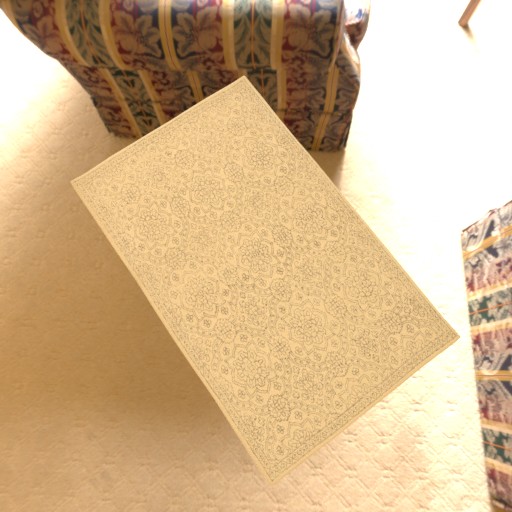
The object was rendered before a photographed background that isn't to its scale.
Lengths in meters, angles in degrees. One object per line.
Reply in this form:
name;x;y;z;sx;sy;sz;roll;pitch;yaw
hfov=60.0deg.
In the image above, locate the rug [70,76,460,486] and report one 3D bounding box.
rug;0.000;0.000;3.006;1.518;0.023;2.434;-35;78;-9
